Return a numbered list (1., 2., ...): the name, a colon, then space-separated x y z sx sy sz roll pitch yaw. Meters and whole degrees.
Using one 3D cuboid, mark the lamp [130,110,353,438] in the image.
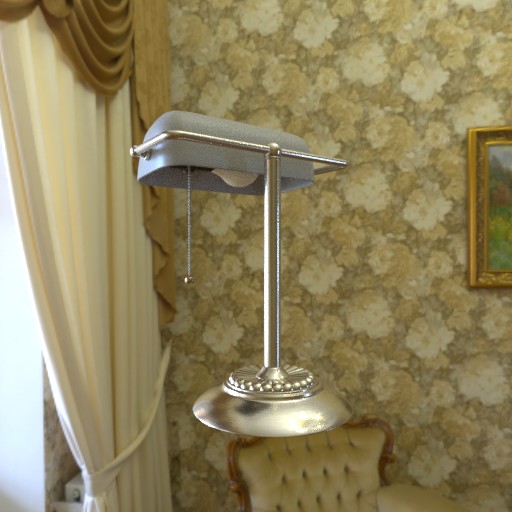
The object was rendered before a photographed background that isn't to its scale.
1. lamp: 0.000 0.000 0.528 0.264 0.339 0.243 0 0 -36
